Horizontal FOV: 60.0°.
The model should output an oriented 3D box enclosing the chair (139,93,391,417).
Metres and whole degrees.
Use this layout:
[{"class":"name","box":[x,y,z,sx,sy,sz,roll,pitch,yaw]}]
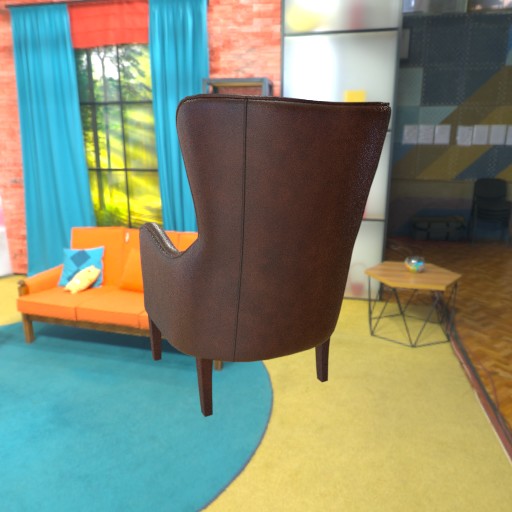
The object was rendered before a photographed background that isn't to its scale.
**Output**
[{"class":"chair","box":[0.000,0.000,1.632,0.692,1.048,0.914,-7,16,-26]}]
